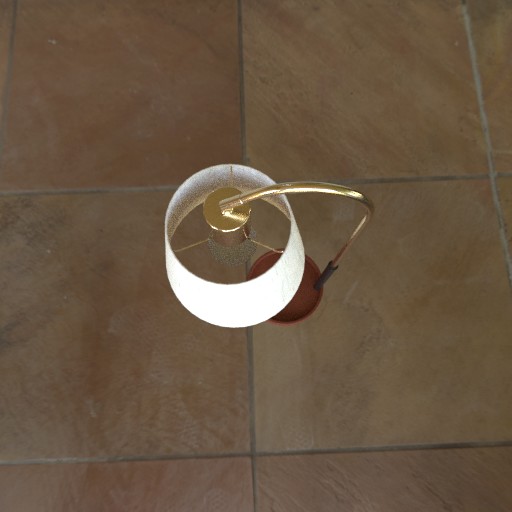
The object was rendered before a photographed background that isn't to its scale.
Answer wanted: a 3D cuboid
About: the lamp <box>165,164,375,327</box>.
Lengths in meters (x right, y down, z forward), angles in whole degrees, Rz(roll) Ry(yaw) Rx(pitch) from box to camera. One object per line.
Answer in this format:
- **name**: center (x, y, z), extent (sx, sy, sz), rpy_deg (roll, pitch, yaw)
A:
- **lamp**: center (0.000, 0.000, 0.662), extent (0.273, 0.536, 0.211), rpy_deg (1, 76, 0)
